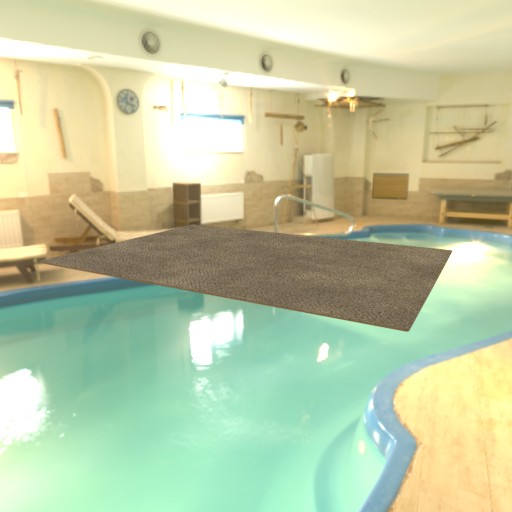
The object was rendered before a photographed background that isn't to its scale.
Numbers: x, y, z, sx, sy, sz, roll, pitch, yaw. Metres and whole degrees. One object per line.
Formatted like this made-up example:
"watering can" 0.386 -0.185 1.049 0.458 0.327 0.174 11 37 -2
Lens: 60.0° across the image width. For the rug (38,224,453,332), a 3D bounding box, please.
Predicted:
"rug" 0.000 0.000 2.917 2.235 0.008 1.600 7 15 28
